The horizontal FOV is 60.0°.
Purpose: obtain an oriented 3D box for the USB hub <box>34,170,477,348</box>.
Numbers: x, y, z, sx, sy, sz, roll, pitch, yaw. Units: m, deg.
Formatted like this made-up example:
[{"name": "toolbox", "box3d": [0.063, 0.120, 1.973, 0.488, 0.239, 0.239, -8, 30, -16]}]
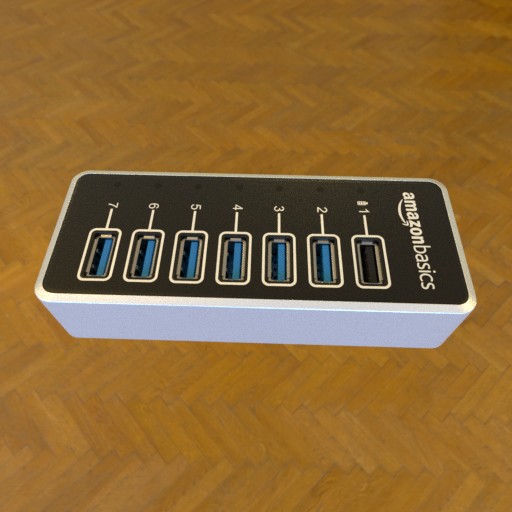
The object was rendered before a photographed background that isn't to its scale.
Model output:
[{"name": "USB hub", "box3d": [0.000, 0.000, 0.129, 0.110, 0.023, 0.044, 2, 57, 1]}]
